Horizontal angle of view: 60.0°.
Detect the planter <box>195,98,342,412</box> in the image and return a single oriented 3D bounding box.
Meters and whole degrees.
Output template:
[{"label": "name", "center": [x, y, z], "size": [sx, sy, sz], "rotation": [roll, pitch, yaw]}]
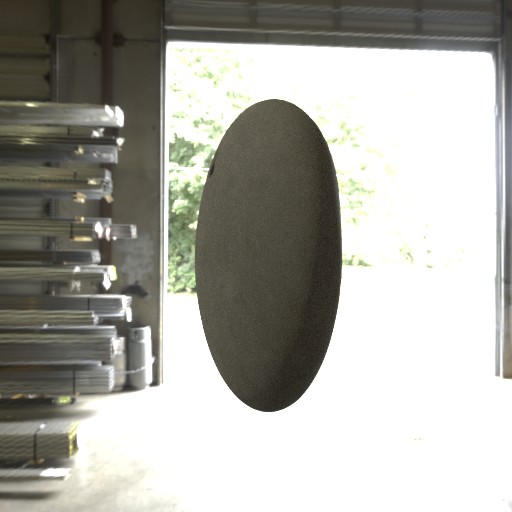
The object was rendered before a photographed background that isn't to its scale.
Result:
[{"label": "planter", "center": [0.000, 0.000, 0.281], "size": [0.071, 0.188, 0.185], "rotation": [0, -1, -18]}]
